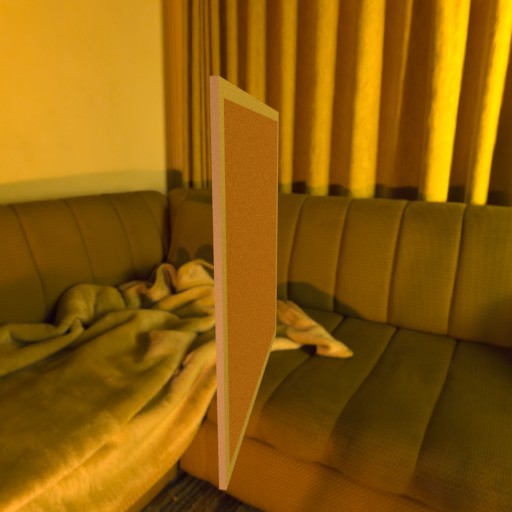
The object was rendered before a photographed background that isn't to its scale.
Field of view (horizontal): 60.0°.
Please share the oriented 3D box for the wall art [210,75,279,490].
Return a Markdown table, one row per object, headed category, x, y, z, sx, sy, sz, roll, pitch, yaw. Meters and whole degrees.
| category | x | y | z | sx | sy | sz | roll | pitch | yaw |
| --- | --- | --- | --- | --- | --- | --- | --- | --- | --- |
| wall art | 0.000 | 0.000 | 0.686 | 0.009 | 0.457 | 0.456 | 2 | 14 | 10 |
